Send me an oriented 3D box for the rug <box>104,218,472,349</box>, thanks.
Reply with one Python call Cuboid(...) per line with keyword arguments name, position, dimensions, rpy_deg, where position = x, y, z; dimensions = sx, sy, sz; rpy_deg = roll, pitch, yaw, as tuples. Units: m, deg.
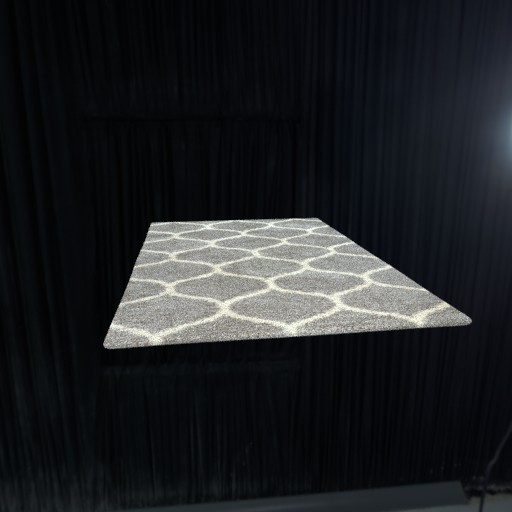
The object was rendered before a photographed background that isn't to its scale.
Cuboid(name="rug", position=(0.000, 0.000, 2.868), dimensions=(1.501, 0.025, 2.348), rpy_deg=(-2, 16, -8))
